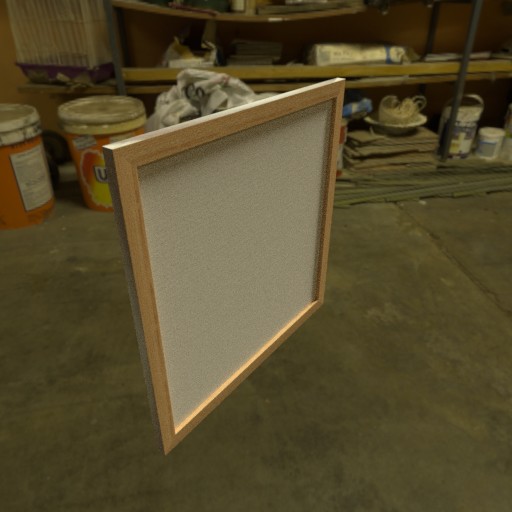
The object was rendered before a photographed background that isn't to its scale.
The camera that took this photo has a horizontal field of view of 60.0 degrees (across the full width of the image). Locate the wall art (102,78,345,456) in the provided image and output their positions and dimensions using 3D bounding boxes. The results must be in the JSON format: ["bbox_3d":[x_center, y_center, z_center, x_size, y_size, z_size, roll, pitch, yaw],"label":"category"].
[{"bbox_3d":[0.000,0.000,1.144,0.027,0.762,0.762,22,38,31],"label":"wall art"}]
